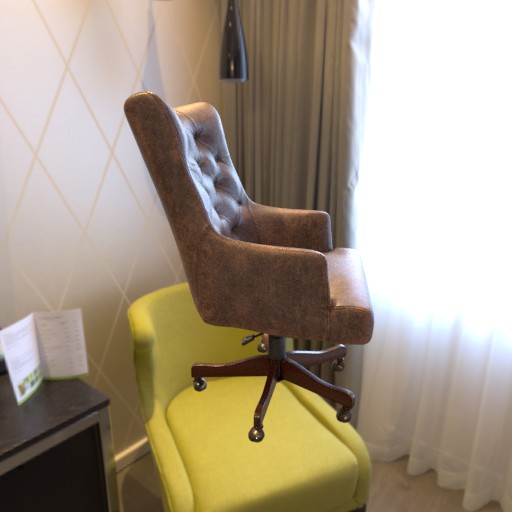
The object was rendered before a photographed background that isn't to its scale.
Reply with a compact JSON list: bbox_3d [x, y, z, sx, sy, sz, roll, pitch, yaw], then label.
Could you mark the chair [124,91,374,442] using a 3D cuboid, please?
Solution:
[{"bbox_3d":[0.000,0.000,1.528,0.762,1.035,0.641,3,16,9],"label":"chair"}]
